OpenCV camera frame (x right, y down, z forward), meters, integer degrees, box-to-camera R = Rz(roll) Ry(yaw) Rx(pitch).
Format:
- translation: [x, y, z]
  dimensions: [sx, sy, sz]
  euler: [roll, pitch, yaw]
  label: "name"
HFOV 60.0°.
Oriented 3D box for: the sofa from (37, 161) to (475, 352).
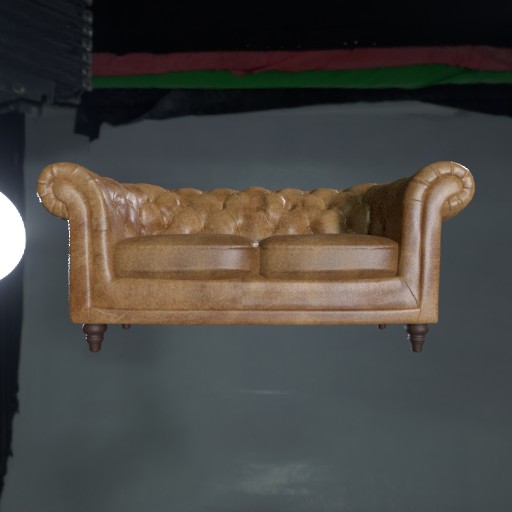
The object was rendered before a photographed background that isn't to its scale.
- translation: [0.000, 0.000, 2.456]
  dimensions: [1.979, 0.877, 1.042]
  euler: [0, 1, 0]
  label: "sofa"
